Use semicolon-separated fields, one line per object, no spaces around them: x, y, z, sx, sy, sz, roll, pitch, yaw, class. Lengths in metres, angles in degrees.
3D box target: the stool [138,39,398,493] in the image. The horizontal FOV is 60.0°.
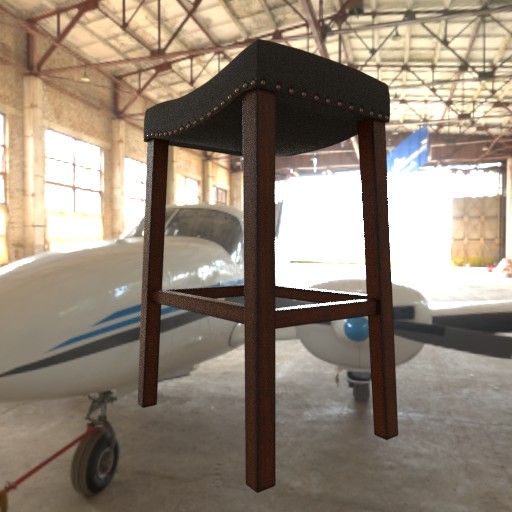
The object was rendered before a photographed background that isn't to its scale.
0.000;0.000;1.008;0.366;0.748;0.502;-1;1;-36;stool
